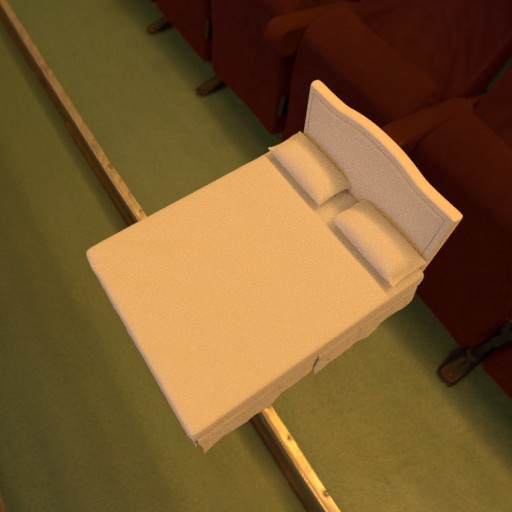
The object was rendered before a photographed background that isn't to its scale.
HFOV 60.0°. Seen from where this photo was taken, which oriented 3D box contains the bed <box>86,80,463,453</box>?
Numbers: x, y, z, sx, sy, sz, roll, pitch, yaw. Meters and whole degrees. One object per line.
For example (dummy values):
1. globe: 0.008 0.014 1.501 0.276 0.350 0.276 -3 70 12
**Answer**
1. bed: 0.000 0.000 3.741 2.477 1.437 1.977 -31 67 -15
